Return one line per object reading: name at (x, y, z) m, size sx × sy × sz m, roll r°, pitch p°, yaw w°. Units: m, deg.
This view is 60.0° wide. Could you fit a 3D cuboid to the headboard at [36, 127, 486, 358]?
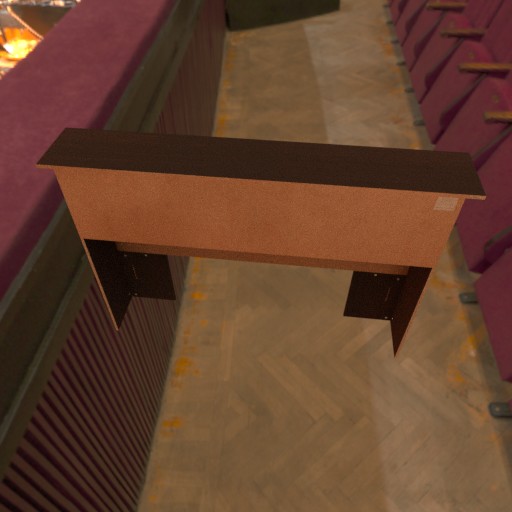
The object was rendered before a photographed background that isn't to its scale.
headboard at (0.000, 0.000, 2.120) m, size 1.671 × 1.092 × 0.279 m, roll 5°, pitch 46°, yaw 5°
